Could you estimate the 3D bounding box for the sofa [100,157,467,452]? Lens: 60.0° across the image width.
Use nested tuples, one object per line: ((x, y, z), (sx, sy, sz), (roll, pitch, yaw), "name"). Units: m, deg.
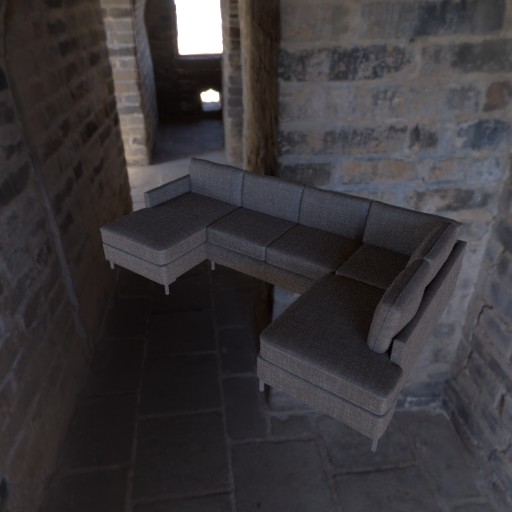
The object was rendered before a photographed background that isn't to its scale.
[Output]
((0.000, 0.000, 4.311), (3.423, 0.999, 2.048), (20, 36, 30), "sofa")
